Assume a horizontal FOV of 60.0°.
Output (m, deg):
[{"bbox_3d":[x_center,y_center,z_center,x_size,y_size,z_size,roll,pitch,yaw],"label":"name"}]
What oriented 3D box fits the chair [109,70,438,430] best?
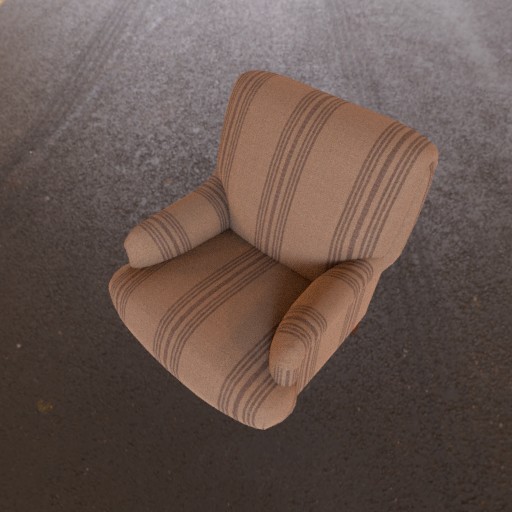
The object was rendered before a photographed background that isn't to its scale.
[{"bbox_3d":[0.000,0.000,1.579,0.813,0.940,0.914,33,56,26],"label":"chair"}]
